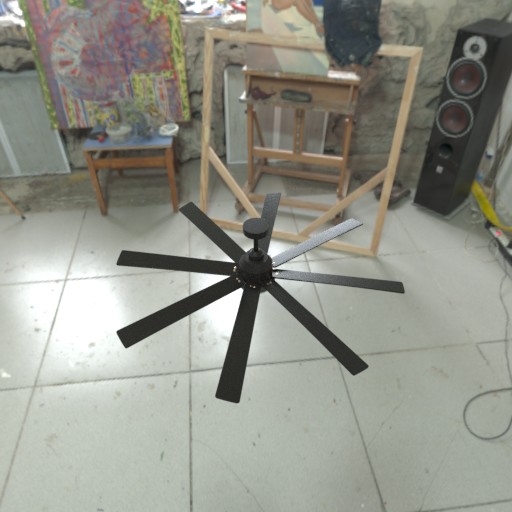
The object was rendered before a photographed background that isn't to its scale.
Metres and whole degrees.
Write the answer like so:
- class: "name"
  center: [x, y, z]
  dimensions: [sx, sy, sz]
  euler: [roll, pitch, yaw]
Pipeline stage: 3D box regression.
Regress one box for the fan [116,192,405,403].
- class: "fan"
  center: [0.000, 0.000, 2.730]
  dimensions: [1.830, 0.472, 1.830]
  euler: [-26, 47, -26]
